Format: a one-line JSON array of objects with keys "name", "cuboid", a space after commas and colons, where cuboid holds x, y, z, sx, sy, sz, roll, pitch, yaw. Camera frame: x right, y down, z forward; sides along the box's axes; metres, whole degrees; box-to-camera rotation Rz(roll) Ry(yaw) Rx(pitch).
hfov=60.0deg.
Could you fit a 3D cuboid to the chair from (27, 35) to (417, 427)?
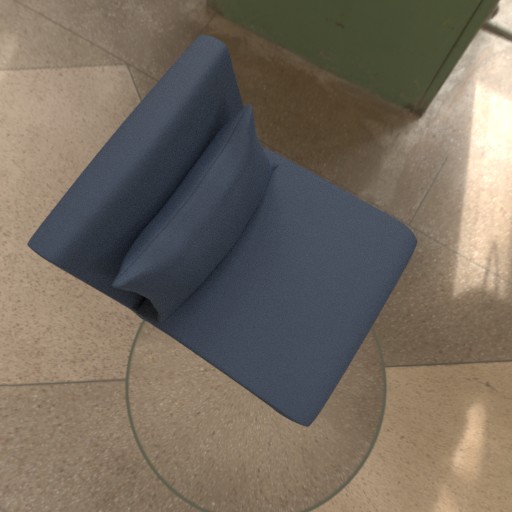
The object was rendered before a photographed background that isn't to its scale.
[{"name": "chair", "cuboid": [0.000, 0.000, 1.484, 0.900, 0.808, 0.770, 32, 77, 8]}]
